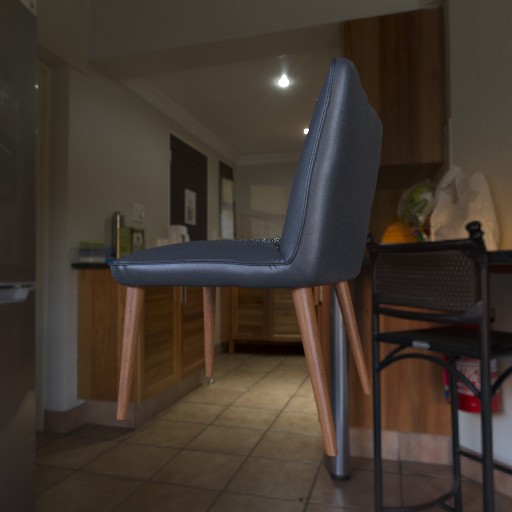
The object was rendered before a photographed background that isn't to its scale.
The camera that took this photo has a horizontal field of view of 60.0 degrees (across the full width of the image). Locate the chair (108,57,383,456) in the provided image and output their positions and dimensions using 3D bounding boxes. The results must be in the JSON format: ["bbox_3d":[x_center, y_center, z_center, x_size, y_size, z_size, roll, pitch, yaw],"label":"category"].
[{"bbox_3d":[0.000,0.000,1.196,0.645,0.801,0.543,0,-1,18],"label":"chair"}]
